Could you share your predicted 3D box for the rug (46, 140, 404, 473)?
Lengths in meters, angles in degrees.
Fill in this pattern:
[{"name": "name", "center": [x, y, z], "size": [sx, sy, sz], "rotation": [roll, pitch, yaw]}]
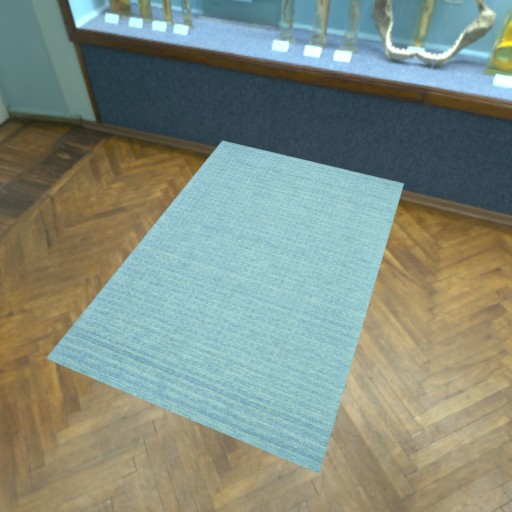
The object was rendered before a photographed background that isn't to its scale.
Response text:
[{"name": "rug", "center": [0.000, 0.000, 3.741], "size": [1.982, 0.006, 2.895], "rotation": [17, 50, 15]}]
